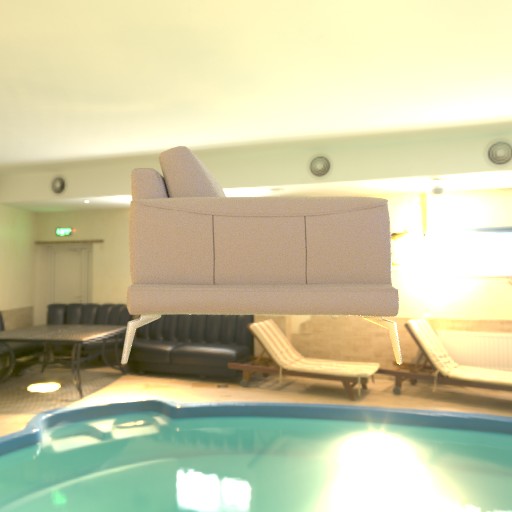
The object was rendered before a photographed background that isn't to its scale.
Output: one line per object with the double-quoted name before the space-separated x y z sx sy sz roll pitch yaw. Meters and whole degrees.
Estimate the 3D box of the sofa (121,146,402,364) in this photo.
"sofa" 0.000 0.000 2.797 1.121 0.930 2.177 0 -2 -1
